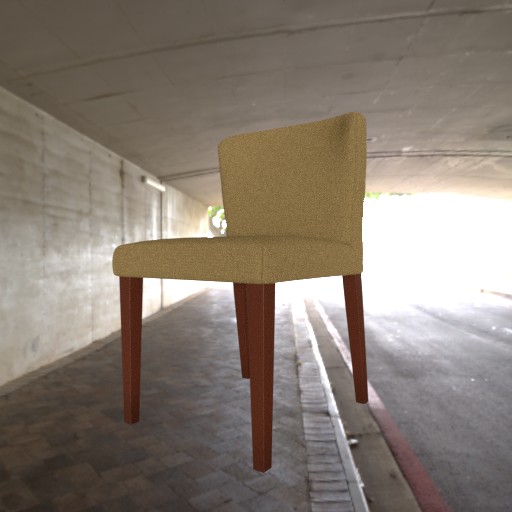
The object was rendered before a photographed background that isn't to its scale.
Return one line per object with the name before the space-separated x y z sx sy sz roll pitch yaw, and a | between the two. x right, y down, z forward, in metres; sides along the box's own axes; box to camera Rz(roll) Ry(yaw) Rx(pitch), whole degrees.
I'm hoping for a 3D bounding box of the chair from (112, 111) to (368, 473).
chair | 0.000 0.000 1.201 0.491 0.839 0.589 0 1 36
